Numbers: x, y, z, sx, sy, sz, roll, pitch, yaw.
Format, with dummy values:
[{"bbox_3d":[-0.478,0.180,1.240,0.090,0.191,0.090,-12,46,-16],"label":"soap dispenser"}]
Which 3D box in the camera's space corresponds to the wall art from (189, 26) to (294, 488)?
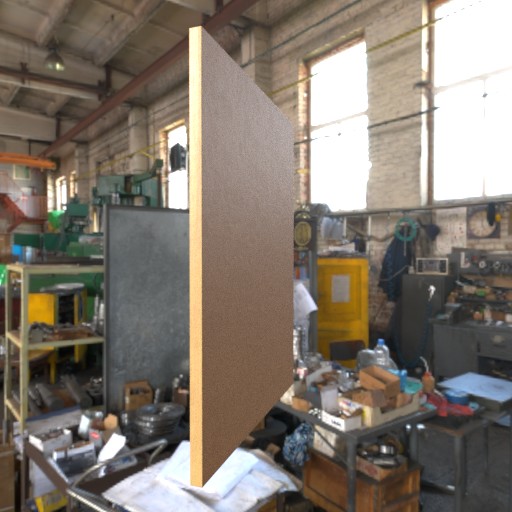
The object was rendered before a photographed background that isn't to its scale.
[{"bbox_3d":[0.000,0.000,1.343,0.030,1.002,0.798,0,1,19],"label":"wall art"}]
